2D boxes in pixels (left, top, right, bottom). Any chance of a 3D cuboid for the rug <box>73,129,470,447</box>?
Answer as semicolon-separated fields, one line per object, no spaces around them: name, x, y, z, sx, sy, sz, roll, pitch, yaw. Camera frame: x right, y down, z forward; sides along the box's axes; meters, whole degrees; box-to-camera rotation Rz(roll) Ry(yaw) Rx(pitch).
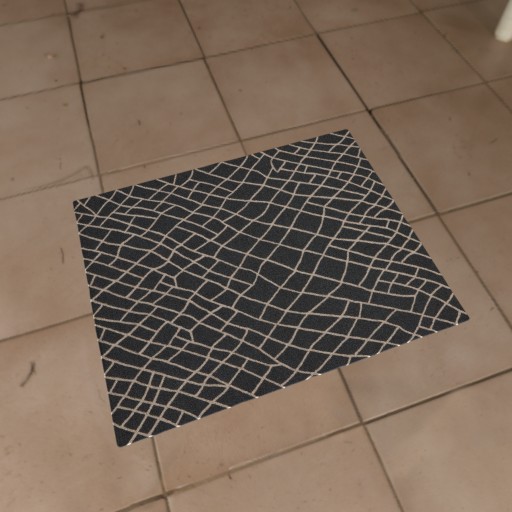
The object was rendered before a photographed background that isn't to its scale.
rug;0.000;0.000;4.124;3.047;0.022;2.439;-17;61;-10
